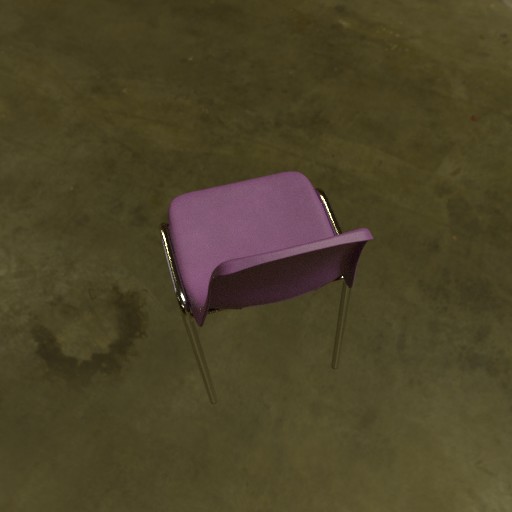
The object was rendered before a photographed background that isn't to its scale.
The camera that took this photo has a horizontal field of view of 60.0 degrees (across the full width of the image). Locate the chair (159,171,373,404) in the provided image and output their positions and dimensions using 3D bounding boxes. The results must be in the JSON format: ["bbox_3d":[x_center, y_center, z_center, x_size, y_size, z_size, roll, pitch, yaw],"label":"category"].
[{"bbox_3d":[0.000,0.000,0.973,0.381,0.704,0.432,-14,60,-8],"label":"chair"}]
